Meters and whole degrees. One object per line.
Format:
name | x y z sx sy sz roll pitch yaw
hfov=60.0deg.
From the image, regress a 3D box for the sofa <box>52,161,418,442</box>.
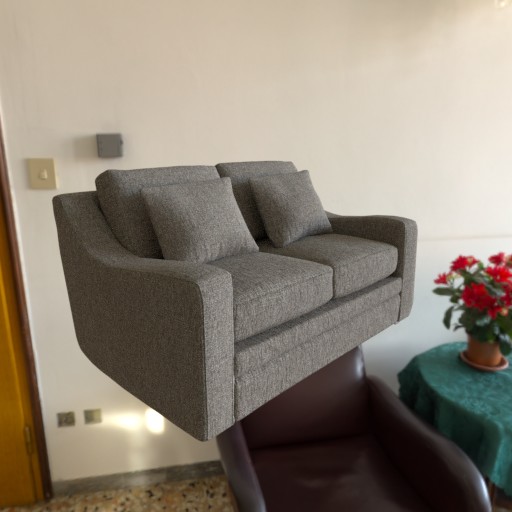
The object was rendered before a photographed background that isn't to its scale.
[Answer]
sofa | 0.000 0.000 2.464 1.120 0.991 1.778 14 20 42
